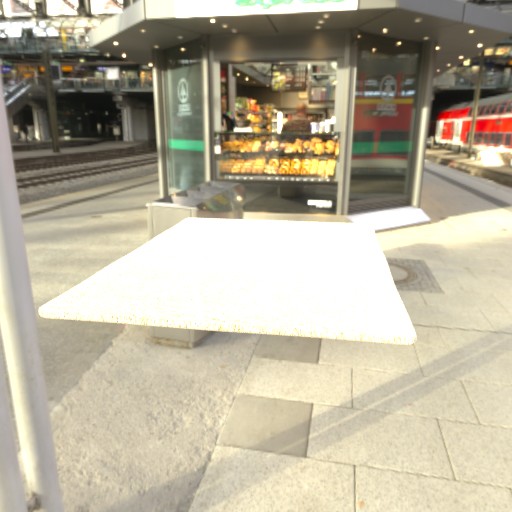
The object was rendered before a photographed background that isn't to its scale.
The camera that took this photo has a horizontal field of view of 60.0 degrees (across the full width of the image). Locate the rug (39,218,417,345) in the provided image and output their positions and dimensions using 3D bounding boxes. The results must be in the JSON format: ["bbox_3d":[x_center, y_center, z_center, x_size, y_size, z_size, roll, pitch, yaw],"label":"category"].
[{"bbox_3d":[0.000,0.000,2.109,1.200,0.027,1.600,3,16,9],"label":"rug"}]
